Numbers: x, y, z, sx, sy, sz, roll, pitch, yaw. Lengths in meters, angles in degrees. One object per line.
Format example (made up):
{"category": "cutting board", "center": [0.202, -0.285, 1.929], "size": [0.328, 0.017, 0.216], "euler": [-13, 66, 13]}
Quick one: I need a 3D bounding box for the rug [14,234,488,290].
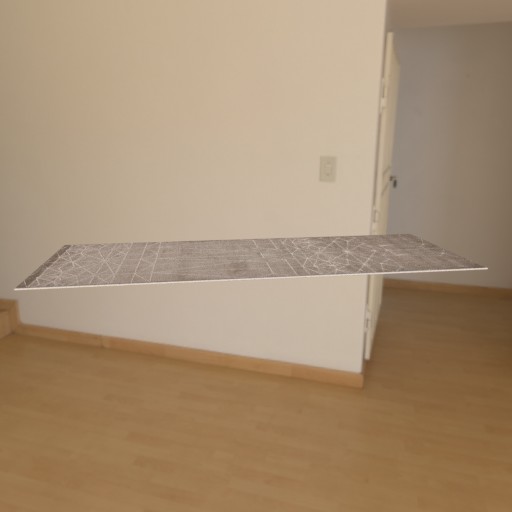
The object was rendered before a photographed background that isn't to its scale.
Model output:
{"category": "rug", "center": [0.000, 0.000, 2.626], "size": [2.388, 0.012, 0.864], "euler": [-2, 15, -8]}
